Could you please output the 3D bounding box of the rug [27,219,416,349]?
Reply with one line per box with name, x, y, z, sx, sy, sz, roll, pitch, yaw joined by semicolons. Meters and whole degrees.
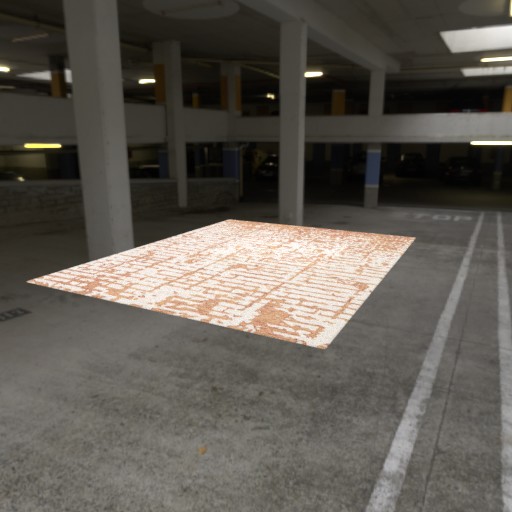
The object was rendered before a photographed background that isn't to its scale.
rug;0.000;0.000;4.201;2.441;0.011;3.050;8;17;27
